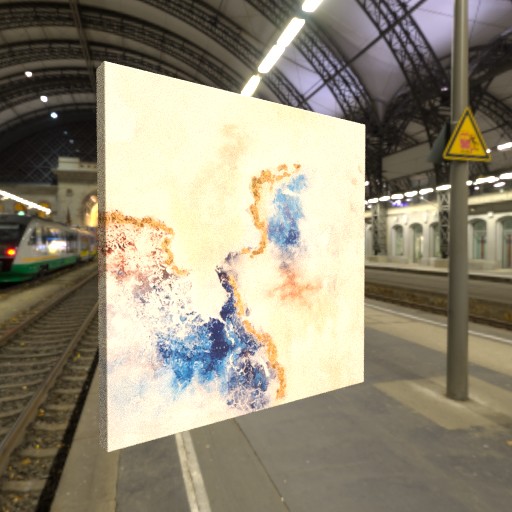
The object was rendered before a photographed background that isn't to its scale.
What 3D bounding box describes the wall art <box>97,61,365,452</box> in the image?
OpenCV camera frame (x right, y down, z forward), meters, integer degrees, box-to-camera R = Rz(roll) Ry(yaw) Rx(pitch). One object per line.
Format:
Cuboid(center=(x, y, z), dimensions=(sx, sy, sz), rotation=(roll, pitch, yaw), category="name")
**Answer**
Cuboid(center=(0.000, 0.000, 1.540), dimensions=(1.061, 1.061, 0.071), rotation=(-1, 2, -36), category="wall art")
